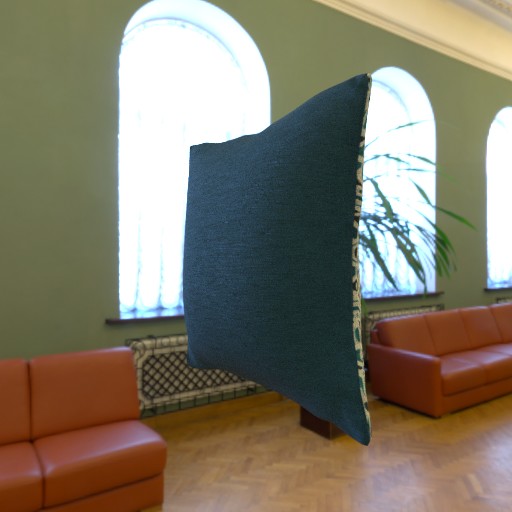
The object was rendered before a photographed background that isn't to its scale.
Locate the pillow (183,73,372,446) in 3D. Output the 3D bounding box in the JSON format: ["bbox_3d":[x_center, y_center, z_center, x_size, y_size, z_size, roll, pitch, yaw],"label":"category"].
[{"bbox_3d":[0.000,0.000,0.668,0.145,0.420,0.440,0,0,-35],"label":"pillow"}]
